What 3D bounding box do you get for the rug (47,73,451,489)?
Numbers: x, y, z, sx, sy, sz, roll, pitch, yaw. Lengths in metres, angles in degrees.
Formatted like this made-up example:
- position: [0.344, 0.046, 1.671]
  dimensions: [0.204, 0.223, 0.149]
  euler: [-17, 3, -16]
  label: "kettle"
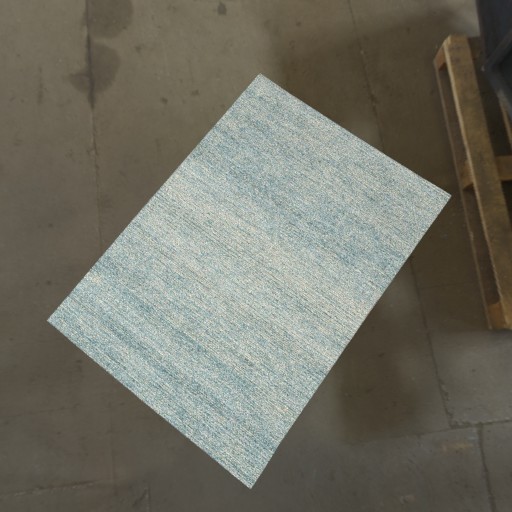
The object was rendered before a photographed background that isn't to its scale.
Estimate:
- position: [0.000, 0.000, 2.886]
  dimensions: [1.611, 0.026, 2.260]
  euler: [36, 78, 9]
  label: "rug"
